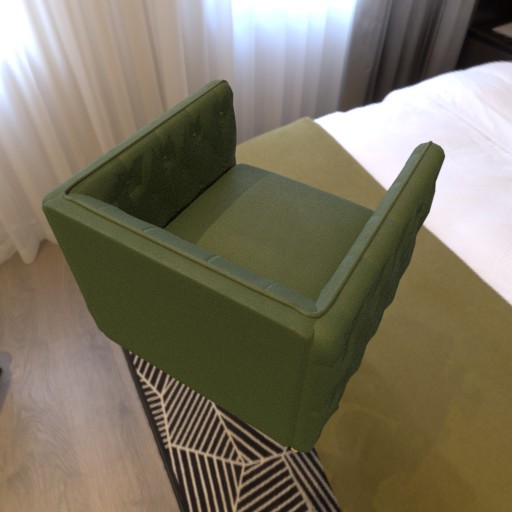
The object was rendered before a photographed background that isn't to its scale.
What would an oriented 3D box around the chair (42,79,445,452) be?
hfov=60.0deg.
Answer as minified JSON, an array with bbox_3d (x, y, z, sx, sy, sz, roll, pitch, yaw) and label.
[{"bbox_3d":[0.000,0.000,1.529,0.917,0.768,0.855,24,52,21],"label":"chair"}]
